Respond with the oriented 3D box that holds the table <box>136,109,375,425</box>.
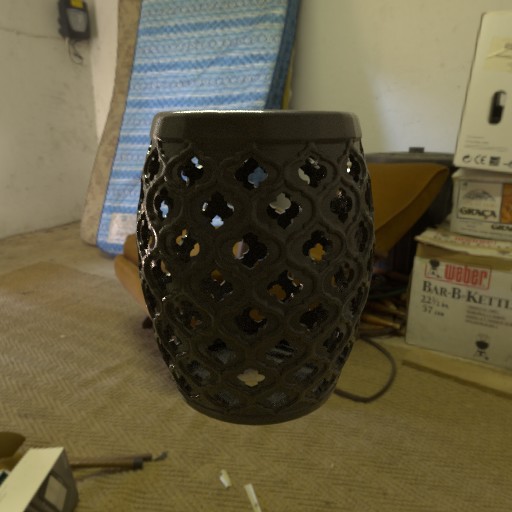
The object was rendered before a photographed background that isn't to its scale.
[{"bbox_3d":[0.000,0.000,0.630,0.325,0.388,0.325,0,17,0],"label":"table"}]
